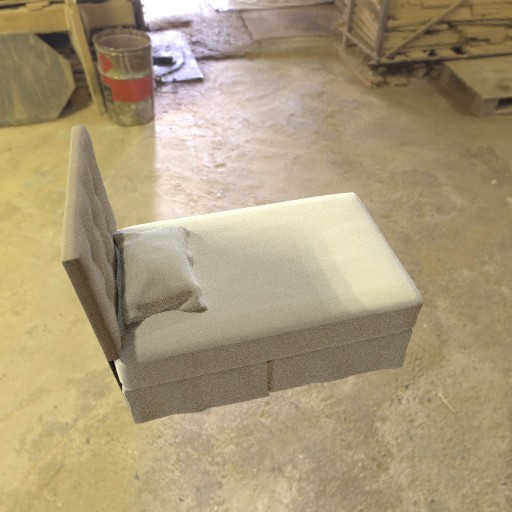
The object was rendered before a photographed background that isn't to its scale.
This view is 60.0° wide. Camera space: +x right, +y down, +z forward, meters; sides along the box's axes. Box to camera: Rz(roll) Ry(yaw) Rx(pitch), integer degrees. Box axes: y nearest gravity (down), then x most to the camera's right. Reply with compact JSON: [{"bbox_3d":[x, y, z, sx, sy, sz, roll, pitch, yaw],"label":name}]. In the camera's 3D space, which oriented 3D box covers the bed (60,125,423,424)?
[{"bbox_3d":[0.000,0.000,2.955,1.997,1.571,1.261,-10,47,-9],"label":"bed"}]
